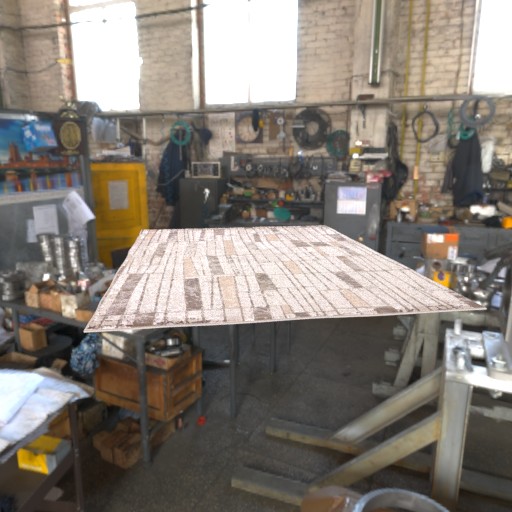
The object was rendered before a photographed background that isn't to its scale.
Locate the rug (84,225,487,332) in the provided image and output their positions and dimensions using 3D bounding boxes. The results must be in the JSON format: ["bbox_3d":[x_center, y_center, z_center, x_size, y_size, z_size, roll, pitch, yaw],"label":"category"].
[{"bbox_3d":[0.000,0.000,4.231,2.449,0.019,3.357,-2,13,-9],"label":"rug"}]
